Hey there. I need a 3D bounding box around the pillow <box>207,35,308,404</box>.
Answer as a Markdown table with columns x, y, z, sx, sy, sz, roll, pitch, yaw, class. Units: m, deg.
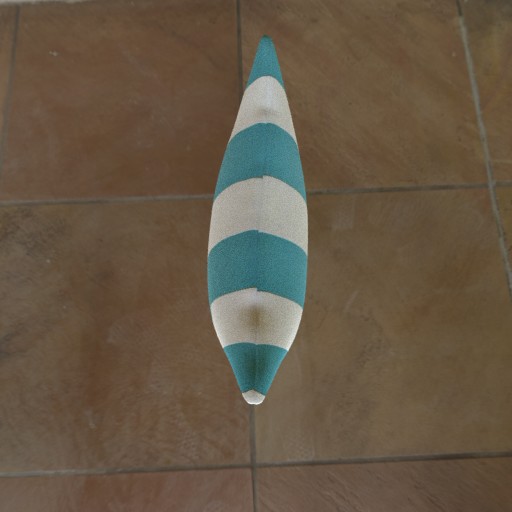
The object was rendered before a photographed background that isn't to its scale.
| x | y | z | sx | sy | sz | roll | pitch | yaw | class |
| --- | --- | --- | --- | --- | --- | --- | --- | --- | --- |
| 0.000 | 0.000 | 0.834 | 0.189 | 0.526 | 0.536 | 1 | 75 | 0 | pillow |
